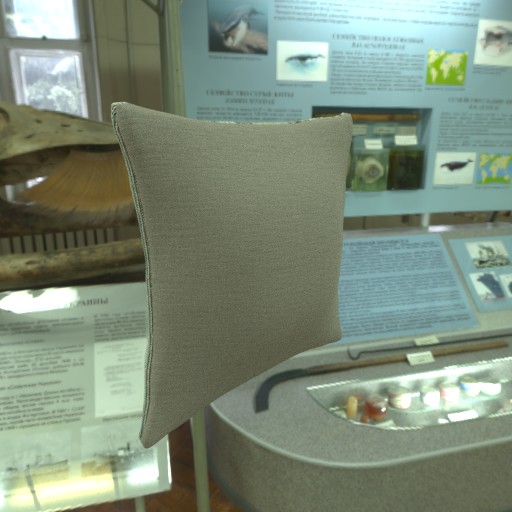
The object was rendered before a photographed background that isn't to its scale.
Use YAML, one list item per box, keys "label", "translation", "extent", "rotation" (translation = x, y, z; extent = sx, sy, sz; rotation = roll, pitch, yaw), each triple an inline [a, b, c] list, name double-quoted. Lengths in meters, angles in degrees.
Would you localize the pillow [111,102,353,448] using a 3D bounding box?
- label: "pillow"
  translation: [0.000, 0.000, 0.657]
  extent: [0.189, 0.416, 0.435]
  rotation: [15, 22, 42]
